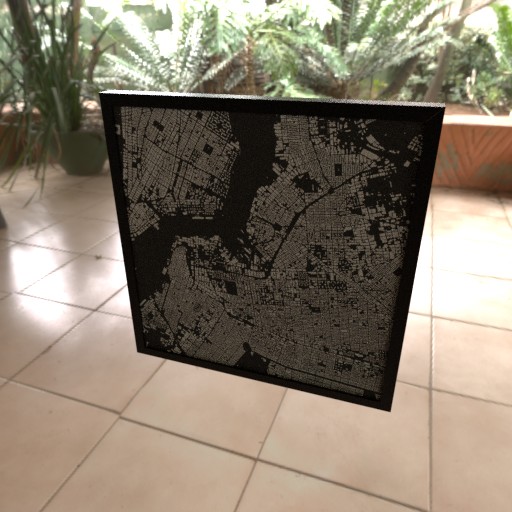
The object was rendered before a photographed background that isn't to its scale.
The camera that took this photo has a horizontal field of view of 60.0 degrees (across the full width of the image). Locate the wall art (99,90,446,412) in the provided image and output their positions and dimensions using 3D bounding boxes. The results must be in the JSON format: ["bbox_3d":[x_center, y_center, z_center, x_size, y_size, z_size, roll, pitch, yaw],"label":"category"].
[{"bbox_3d":[0.000,0.000,0.746,0.506,0.506,0.038,9,27,17],"label":"wall art"}]
